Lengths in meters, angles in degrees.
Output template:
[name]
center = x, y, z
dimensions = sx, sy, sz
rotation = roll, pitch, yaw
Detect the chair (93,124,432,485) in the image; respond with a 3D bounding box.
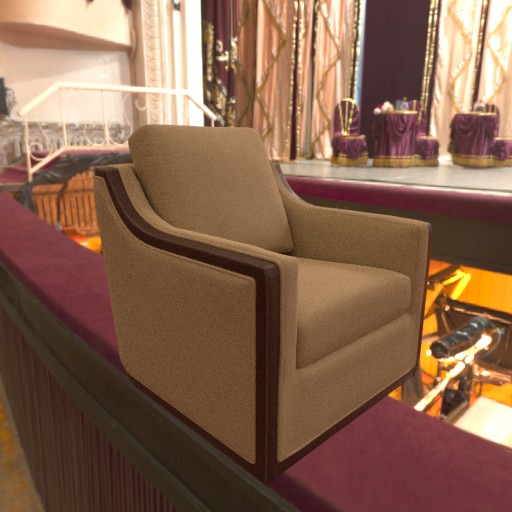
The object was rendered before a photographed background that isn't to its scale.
[chair]
center = 0.000, 0.000, 1.626
dimensions = 0.870, 0.930, 0.950
rotation = -13, 20, -42
